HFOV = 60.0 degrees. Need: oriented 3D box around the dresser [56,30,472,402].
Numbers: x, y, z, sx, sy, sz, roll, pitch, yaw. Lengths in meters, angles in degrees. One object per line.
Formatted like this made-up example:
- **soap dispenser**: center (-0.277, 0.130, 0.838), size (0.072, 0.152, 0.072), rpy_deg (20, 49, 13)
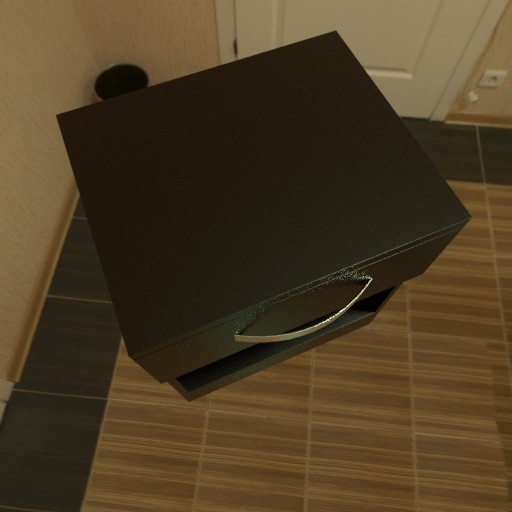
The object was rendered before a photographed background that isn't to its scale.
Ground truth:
- **dresser**: center (0.000, 0.000, 0.738), size (0.400, 0.470, 0.360), rpy_deg (-21, 67, -10)
